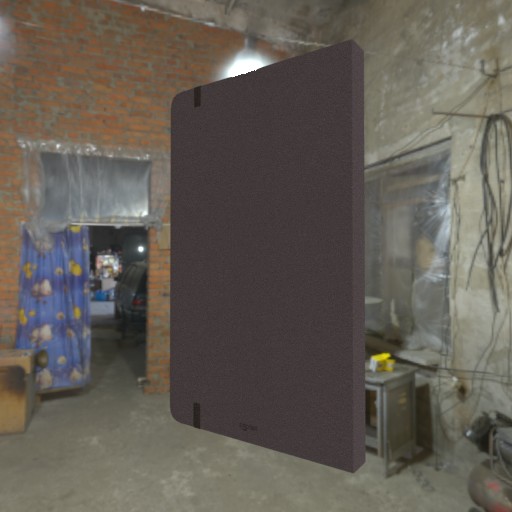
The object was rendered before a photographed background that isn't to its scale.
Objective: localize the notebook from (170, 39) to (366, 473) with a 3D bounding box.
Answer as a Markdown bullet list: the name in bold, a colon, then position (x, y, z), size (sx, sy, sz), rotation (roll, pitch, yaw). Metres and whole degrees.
- **notebook**: position (0.000, 0.000, 0.259), size (0.127, 0.213, 0.016), rotation (-1, -1, 35)
